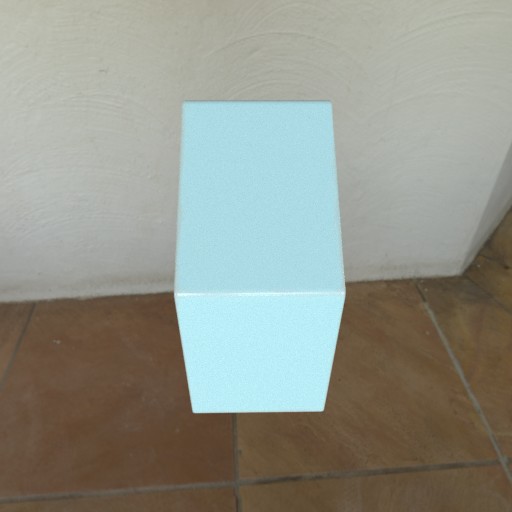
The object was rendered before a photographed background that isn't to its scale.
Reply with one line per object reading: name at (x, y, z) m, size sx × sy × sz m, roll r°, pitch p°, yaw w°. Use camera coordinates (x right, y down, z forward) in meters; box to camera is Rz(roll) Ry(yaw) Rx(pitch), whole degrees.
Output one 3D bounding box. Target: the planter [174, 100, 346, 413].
planter at (0.000, 0.000, 0.292) m, size 0.078 × 0.207 × 0.169 m, roll -1°, pitch 40°, yaw -1°
